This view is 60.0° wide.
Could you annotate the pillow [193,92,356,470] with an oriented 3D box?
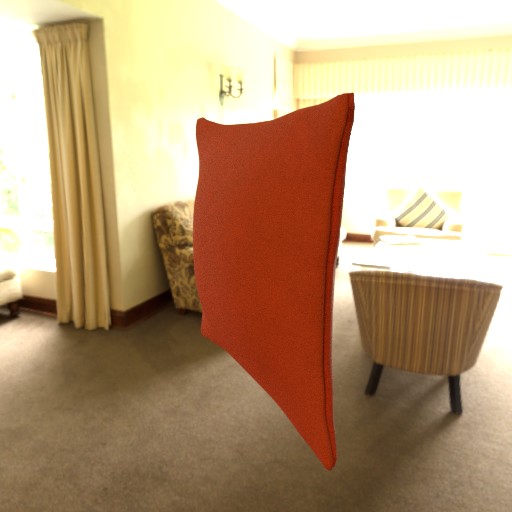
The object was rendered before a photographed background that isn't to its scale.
[{"bbox_3d":[0.000,0.000,0.655,0.151,0.416,0.435,-7,15,-26],"label":"pillow"}]
